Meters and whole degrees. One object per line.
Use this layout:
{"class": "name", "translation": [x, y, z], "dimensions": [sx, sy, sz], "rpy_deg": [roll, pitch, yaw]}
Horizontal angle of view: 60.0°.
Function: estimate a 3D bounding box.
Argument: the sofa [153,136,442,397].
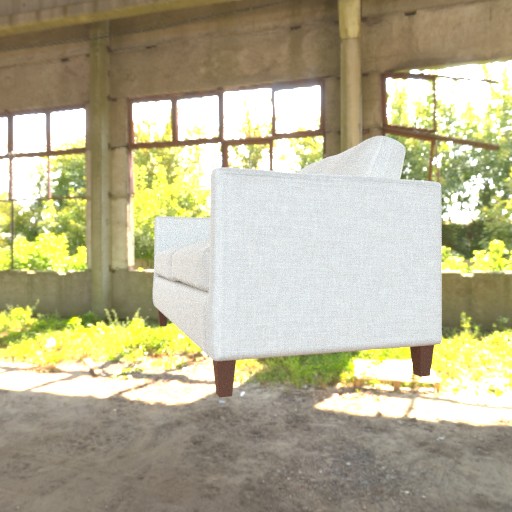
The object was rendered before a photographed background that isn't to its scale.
{"class": "sofa", "translation": [0.000, 0.000, 2.442], "dimensions": [0.950, 0.963, 1.838], "rpy_deg": [0, -1, -19]}
